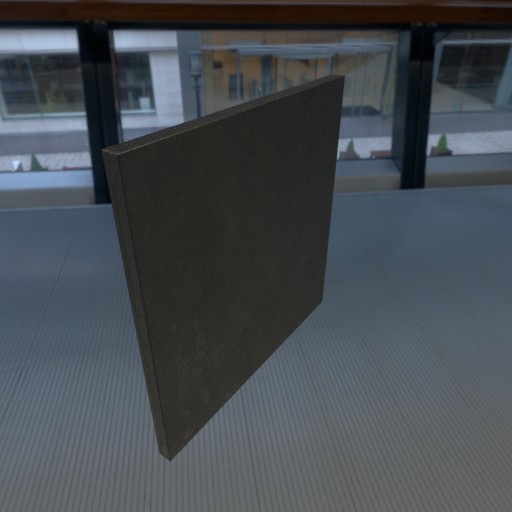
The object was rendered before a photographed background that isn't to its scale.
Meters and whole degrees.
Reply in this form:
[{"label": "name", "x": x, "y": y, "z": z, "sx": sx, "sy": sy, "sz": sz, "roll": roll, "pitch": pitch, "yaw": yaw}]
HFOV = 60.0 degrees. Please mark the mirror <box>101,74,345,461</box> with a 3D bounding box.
[{"label": "mirror", "x": 0.000, "y": 0.000, "z": 0.566, "sx": 0.020, "sy": 0.381, "sz": 0.382, "roll": 21, "pitch": 38, "yaw": 29}]
